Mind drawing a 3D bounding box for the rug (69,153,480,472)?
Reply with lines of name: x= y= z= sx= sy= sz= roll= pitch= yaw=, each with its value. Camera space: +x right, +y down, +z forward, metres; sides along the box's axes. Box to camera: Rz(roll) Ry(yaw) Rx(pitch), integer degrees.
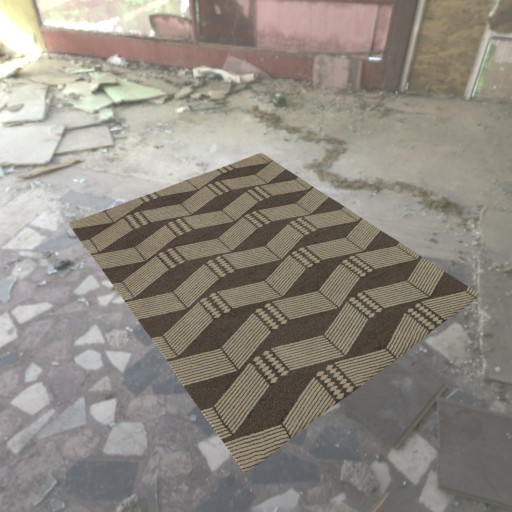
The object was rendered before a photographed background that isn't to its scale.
rug: x=0.000 y=0.000 z=4.082 sx=2.438 sy=0.016 sz=3.048 roll=-26 pitch=48 yaw=-27
